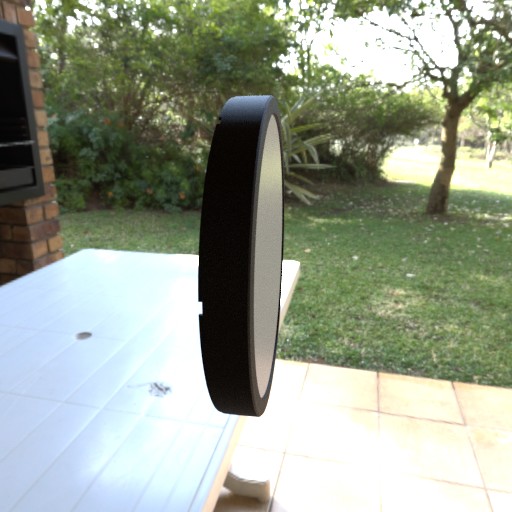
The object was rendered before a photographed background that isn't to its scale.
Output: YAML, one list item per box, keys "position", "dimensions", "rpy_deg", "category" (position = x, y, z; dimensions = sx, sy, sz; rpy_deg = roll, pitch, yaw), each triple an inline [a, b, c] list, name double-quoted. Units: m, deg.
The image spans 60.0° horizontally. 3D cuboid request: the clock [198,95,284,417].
- position: [0.000, 0.000, 0.431]
  dimensions: [0.040, 0.293, 0.293]
  rpy_deg: [2, 16, 8]
  category: "clock"
